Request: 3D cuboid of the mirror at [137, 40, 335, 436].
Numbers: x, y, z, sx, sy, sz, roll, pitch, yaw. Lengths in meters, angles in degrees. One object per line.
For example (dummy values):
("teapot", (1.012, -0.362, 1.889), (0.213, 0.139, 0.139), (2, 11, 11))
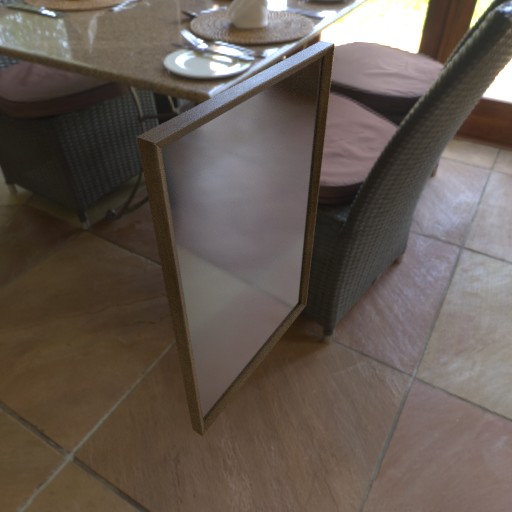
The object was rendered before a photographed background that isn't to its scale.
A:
("mirror", (0.000, 0.000, 1.166), (0.041, 0.915, 0.609), (24, 47, 25))
